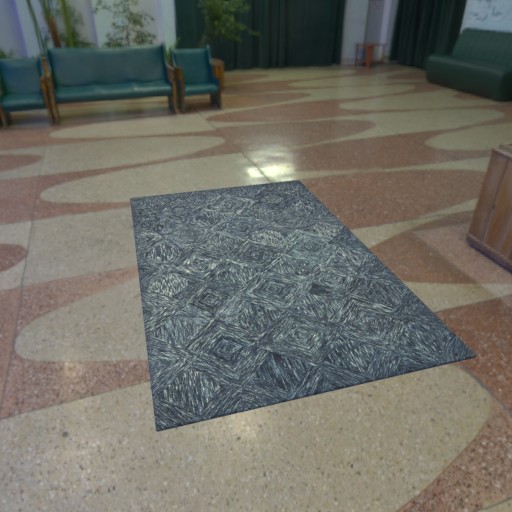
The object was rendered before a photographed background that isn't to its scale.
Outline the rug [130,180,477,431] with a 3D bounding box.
[{"bbox_3d":[0.000,0.000,2.854,1.478,0.017,2.330,-8,32,-14],"label":"rug"}]
